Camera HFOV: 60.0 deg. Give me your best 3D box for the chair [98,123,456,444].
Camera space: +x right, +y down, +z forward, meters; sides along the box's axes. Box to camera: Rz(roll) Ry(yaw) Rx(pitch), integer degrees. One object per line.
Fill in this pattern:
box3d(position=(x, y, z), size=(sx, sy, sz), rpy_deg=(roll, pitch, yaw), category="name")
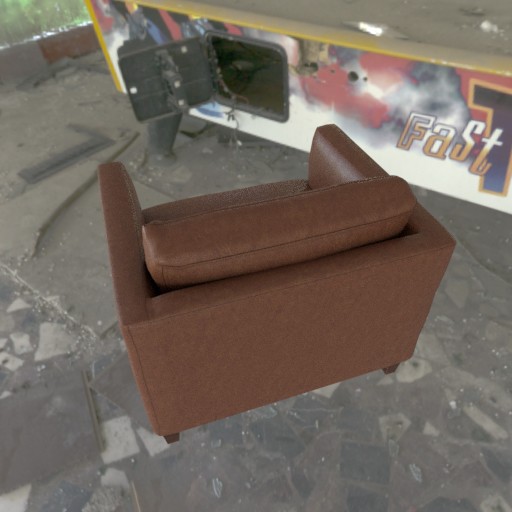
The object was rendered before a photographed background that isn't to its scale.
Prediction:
box3d(position=(0.000, 0.000, 1.829), size=(1.107, 0.917, 0.959), rpy_deg=(-13, 44, -14), category="chair")
